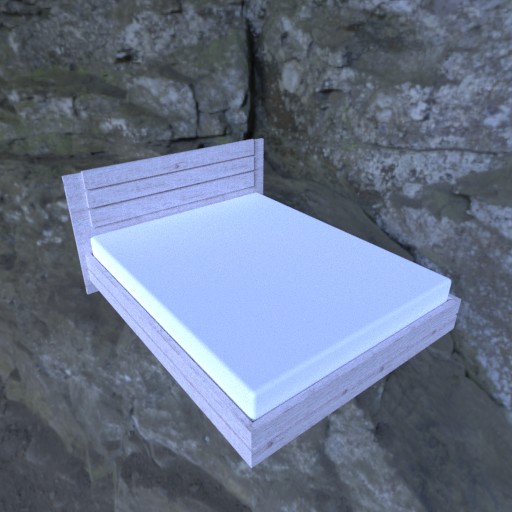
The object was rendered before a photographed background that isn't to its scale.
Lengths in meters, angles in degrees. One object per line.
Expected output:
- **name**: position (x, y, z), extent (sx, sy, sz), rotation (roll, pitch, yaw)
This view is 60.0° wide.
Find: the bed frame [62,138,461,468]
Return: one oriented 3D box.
- **bed frame**: position (0.000, 0.000, 3.005), extent (1.750, 0.970, 2.080), rotation (-20, 34, -33)
